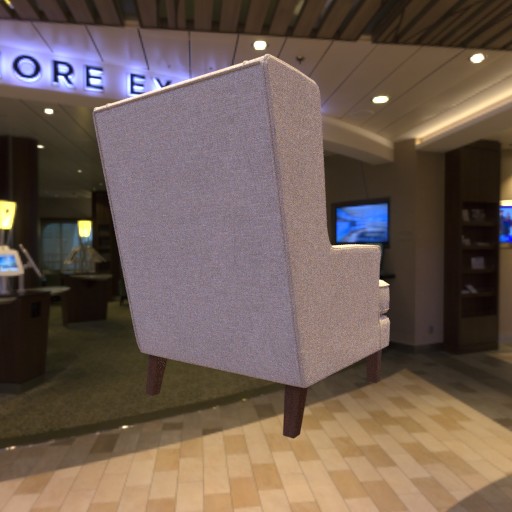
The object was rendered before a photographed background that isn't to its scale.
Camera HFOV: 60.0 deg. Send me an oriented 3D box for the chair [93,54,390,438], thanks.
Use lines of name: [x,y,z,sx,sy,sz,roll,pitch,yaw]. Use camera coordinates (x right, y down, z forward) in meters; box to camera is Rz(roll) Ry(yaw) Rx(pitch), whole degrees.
chair: [0.000,0.000,1.738,0.764,1.082,0.948,1,2,36]
